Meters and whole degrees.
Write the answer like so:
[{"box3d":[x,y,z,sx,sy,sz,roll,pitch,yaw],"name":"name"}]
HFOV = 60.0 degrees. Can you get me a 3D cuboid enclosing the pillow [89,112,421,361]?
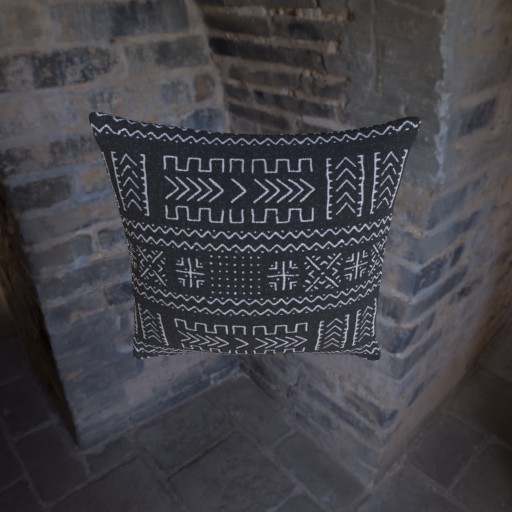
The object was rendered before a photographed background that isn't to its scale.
[{"box3d":[0.000,0.000,0.680,0.438,0.430,0.164,1,30,1],"name":"pillow"}]
